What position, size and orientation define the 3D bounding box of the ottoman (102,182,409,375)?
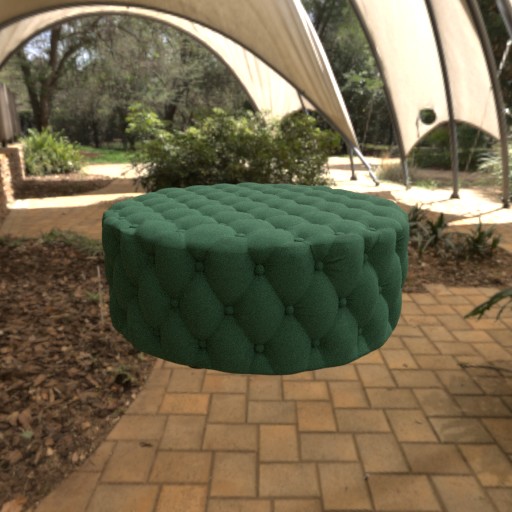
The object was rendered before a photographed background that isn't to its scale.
[{"bbox_3d":[0.000,0.000,1.526,0.998,0.399,0.998,0,17,0],"label":"ottoman"}]
